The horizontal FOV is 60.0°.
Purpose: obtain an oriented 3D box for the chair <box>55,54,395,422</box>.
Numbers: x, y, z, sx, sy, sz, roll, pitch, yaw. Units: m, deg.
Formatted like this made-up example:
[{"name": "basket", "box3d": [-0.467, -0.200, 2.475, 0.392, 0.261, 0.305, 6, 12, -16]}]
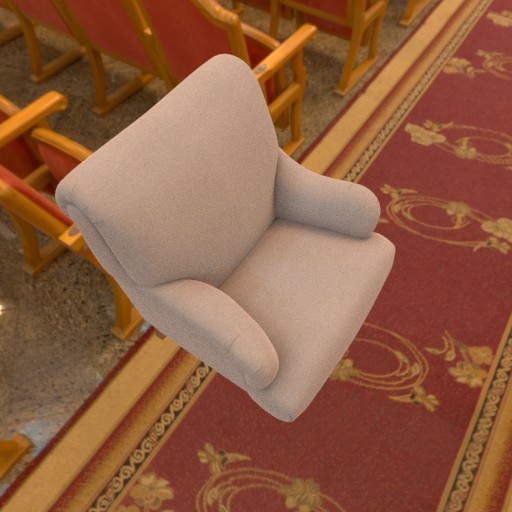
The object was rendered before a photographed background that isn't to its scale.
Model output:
[{"name": "chair", "box3d": [0.000, 0.000, 1.547, 0.842, 0.942, 0.766, 30, 62, 18]}]
